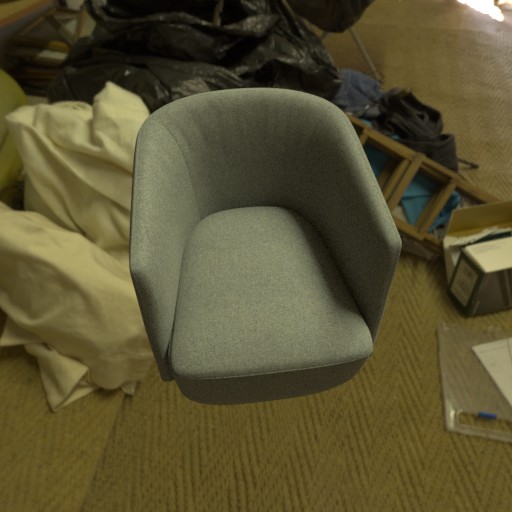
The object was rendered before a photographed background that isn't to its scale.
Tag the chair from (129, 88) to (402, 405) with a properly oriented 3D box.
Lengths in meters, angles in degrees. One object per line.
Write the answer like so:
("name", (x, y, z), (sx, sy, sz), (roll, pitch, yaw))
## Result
("chair", (0.000, 0.000, 1.680), (0.822, 0.861, 0.986), (-6, 47, -5))
